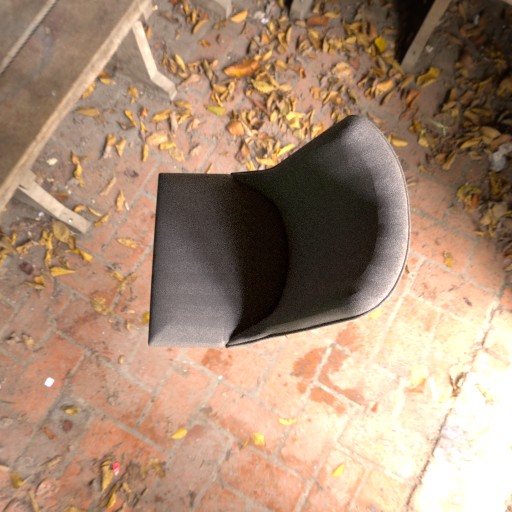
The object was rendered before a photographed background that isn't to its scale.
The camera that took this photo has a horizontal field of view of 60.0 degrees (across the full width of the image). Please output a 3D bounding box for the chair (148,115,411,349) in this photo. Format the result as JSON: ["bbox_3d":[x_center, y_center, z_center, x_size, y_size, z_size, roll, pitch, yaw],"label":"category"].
[{"bbox_3d":[0.000,0.000,1.335,0.636,0.916,0.548,1,78,0],"label":"chair"}]
